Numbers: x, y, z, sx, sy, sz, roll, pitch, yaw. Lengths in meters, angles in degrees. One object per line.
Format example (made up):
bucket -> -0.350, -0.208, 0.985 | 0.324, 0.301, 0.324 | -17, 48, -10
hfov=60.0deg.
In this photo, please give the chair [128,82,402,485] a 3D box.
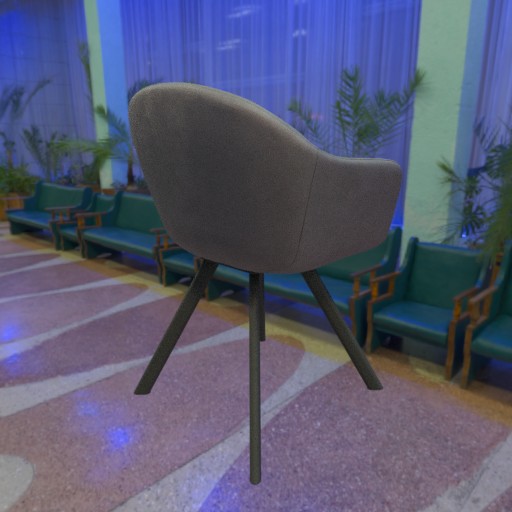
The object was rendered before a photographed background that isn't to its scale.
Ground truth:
chair -> 0.000, 0.000, 1.124 | 0.567, 0.781, 0.544 | 15, 21, 43
